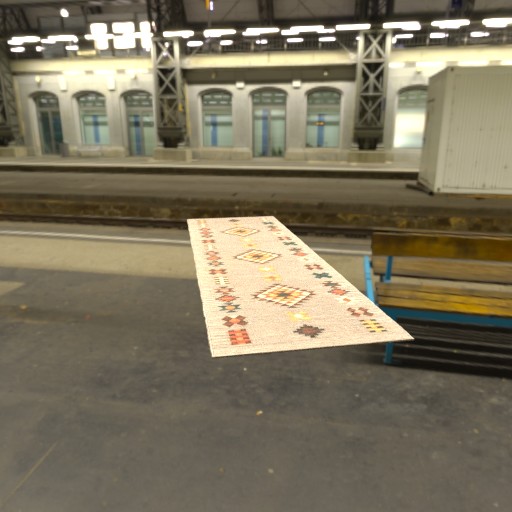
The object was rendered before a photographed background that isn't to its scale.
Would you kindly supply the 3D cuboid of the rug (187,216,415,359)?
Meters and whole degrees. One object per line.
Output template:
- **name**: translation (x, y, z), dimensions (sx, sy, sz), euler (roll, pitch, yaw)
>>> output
- **rug**: translation (0.000, 0.000, 2.745), dimensions (0.766, 0.008, 2.432), euler (-3, 16, -10)
